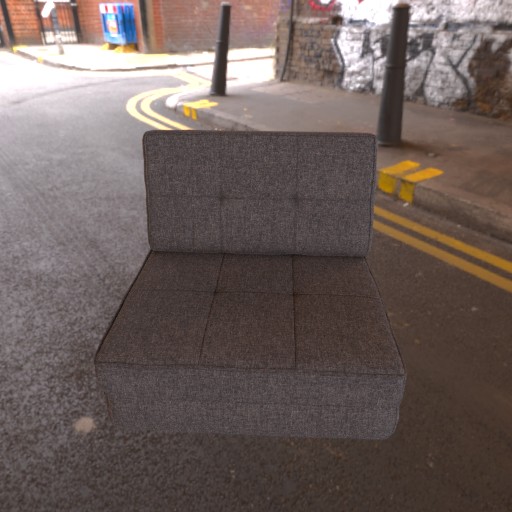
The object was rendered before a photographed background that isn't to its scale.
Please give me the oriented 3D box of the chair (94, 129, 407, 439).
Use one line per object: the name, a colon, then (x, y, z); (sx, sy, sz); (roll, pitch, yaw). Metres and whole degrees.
chair: (0.000, 0.000, 1.301); (0.740, 0.615, 0.800); (2, 30, 3)
